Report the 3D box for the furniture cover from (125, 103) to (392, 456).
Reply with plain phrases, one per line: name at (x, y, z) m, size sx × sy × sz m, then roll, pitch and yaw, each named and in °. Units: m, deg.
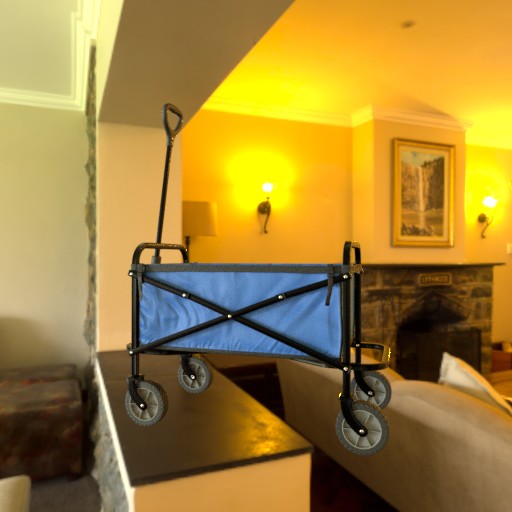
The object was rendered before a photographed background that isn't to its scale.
furniture cover at (0.000, 0.000, 1.791) m, size 1.038 × 1.295 × 0.532 m, roll 0°, pitch 0°, yaw 18°
